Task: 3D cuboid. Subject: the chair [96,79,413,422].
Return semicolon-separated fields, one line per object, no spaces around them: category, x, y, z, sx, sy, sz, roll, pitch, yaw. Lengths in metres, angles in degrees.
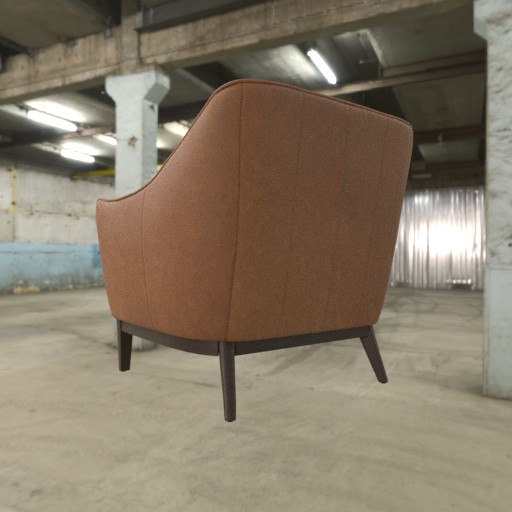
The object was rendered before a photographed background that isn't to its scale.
chair;0.000;0.000;1.520;0.871;0.830;0.852;0;-1;-36
